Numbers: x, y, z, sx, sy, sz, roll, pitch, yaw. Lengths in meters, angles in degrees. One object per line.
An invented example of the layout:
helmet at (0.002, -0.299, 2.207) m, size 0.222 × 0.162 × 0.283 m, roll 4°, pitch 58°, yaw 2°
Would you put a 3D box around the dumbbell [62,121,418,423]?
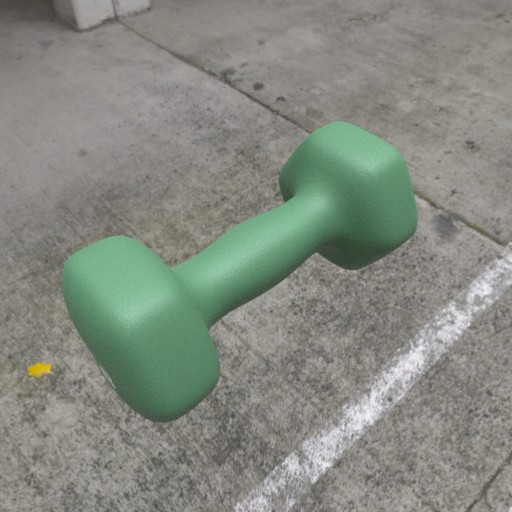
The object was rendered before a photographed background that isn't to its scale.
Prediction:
dumbbell at (0.000, 0.000, 0.322) m, size 0.257 × 0.114 × 0.126 m, roll -32°, pitch 54°, yaw -27°
